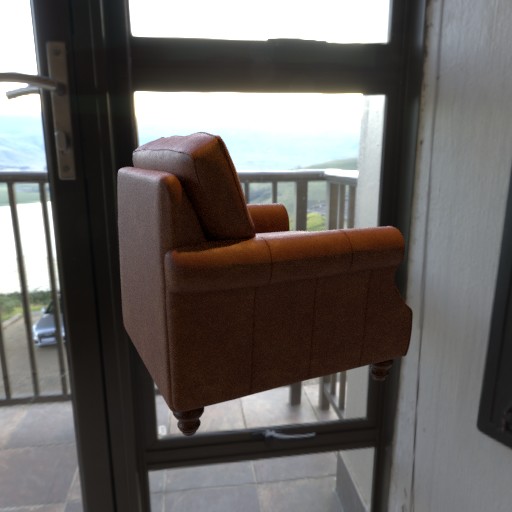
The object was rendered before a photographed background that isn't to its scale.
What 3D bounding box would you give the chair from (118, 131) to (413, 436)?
[{"bbox_3d":[0.000,0.000,1.828,0.986,0.962,0.983,-6,15,-25],"label":"chair"}]
